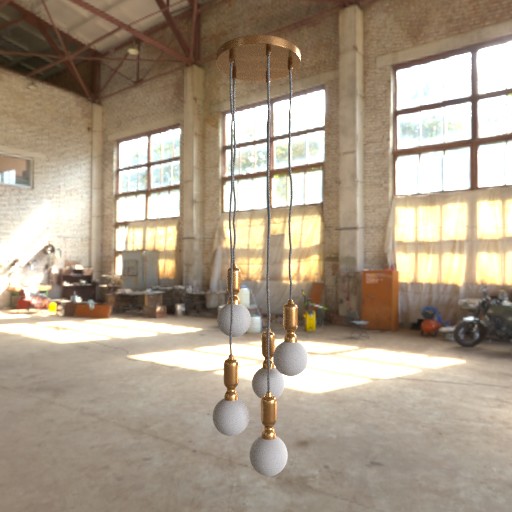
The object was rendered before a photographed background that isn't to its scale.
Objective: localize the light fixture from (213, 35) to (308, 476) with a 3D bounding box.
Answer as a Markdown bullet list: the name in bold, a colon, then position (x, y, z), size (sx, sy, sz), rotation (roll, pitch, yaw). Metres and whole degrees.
- **light fixture**: position (0.000, 0.000, 0.500), size (0.105, 0.457, 0.108), rotation (1, -2, -35)
